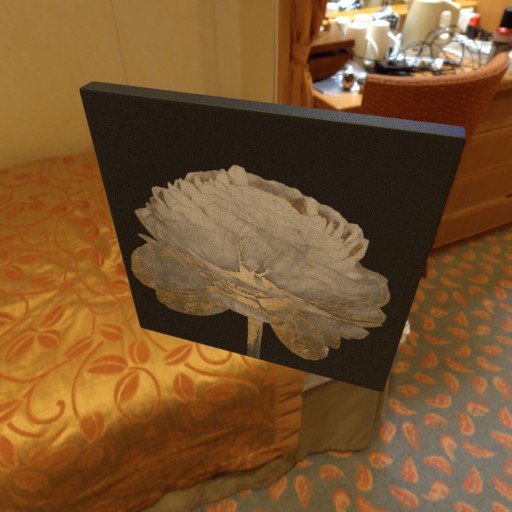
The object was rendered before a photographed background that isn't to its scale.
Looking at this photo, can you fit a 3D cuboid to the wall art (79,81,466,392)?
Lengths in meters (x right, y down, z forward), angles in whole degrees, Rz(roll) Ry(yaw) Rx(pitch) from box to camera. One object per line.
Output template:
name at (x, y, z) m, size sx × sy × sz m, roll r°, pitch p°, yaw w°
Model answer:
wall art at (0.000, 0.000, 0.880) m, size 0.610 × 0.611 × 0.043 m, roll 12°, pitch 42°, yaw 14°
